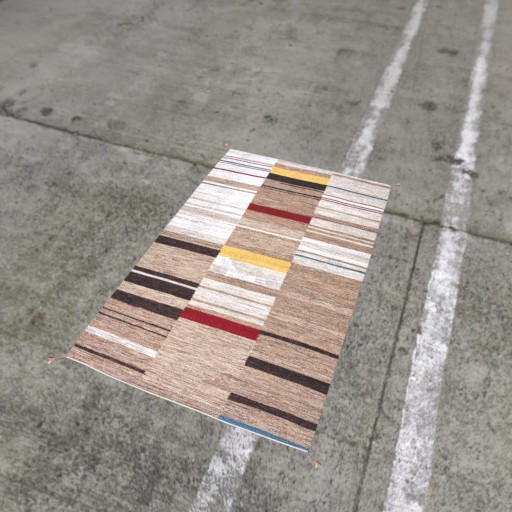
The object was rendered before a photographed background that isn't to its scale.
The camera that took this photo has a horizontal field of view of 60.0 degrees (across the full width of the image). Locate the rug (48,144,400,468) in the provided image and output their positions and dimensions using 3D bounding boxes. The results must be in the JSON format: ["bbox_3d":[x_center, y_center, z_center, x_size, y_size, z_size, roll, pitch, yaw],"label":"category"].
[{"bbox_3d":[0.000,0.000,2.421,1.268,0.007,1.918,16,48,15],"label":"rug"}]
